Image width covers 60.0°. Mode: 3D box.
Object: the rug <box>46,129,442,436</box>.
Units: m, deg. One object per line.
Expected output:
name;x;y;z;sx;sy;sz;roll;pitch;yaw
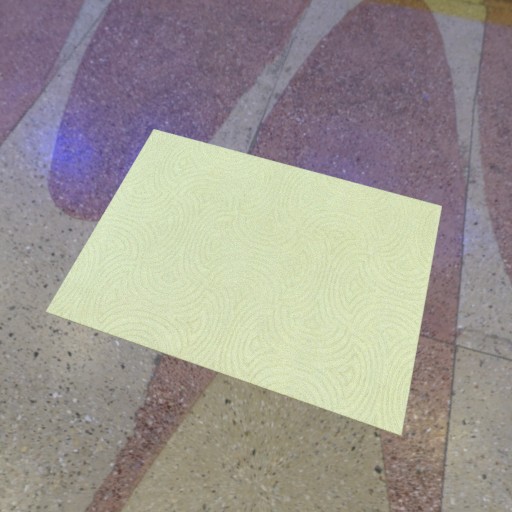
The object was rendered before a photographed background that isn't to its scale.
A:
rug;0.000;0.000;2.818;2.132;0.015;1.526;17;64;9
